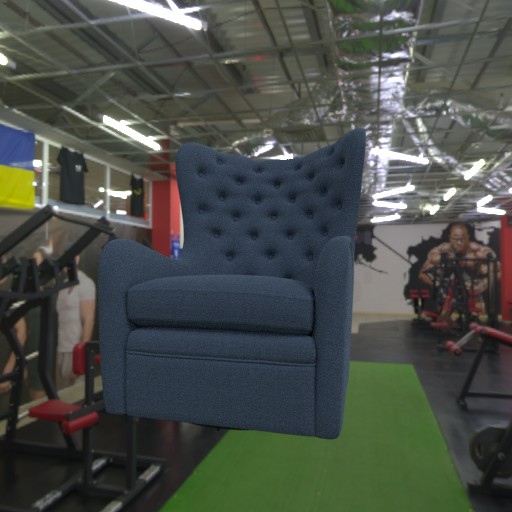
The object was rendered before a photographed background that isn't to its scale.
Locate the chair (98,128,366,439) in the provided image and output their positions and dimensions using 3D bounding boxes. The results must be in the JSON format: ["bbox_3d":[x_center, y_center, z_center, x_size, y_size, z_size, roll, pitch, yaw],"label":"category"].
[{"bbox_3d":[0.000,0.000,1.742,0.831,1.079,0.930,0,-1,17],"label":"chair"}]
